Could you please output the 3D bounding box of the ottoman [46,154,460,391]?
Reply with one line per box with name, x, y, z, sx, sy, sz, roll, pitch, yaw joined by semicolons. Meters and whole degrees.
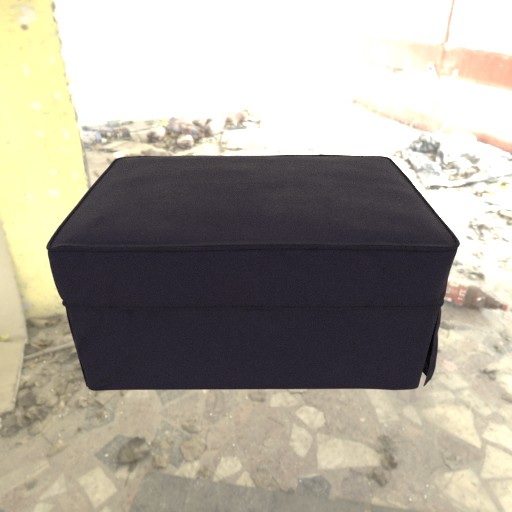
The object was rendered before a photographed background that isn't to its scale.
ottoman;0.000;0.000;1.305;0.938;0.503;0.637;0;31;0
